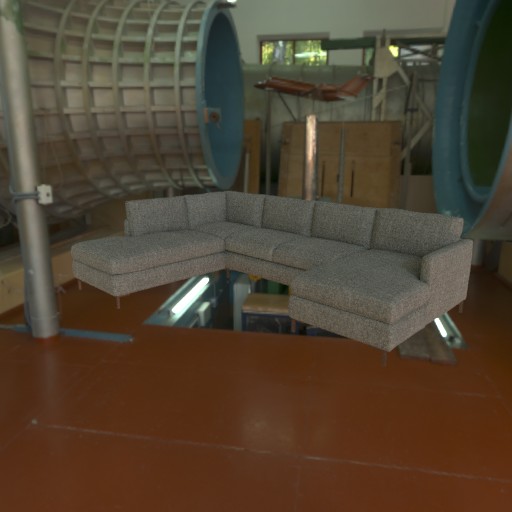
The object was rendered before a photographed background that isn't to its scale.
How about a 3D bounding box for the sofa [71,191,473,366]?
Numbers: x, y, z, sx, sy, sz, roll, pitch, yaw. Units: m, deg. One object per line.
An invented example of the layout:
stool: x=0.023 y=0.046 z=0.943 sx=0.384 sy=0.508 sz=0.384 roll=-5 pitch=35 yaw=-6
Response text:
sofa: x=0.000 y=0.000 z=3.575 sx=2.737 sy=0.756 sz=1.879 roll=14 pitch=20 yaw=43
